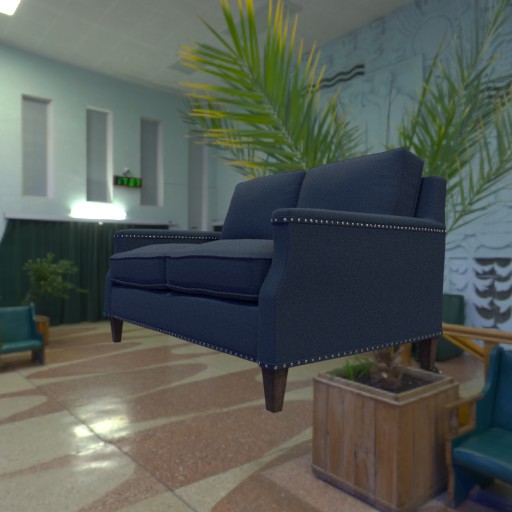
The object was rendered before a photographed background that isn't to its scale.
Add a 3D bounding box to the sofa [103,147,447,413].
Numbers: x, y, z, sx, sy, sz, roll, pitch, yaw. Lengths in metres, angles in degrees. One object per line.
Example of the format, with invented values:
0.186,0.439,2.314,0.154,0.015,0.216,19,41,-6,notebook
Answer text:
0.000,0.000,2.303,1.084,1.003,1.597,0,0,-37,sofa
